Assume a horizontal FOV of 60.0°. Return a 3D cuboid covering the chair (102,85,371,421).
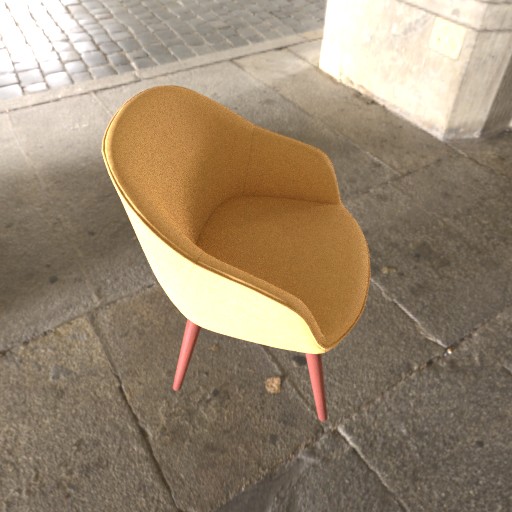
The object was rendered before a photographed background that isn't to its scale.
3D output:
[{"bbox_3d":[0.000,0.000,1.244,0.635,0.823,0.596,9,46,9],"label":"chair"}]
